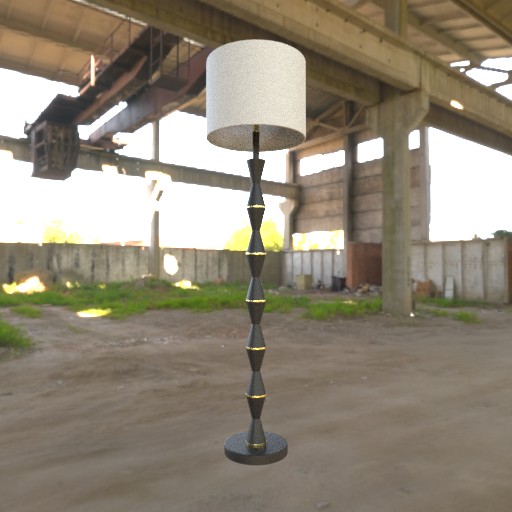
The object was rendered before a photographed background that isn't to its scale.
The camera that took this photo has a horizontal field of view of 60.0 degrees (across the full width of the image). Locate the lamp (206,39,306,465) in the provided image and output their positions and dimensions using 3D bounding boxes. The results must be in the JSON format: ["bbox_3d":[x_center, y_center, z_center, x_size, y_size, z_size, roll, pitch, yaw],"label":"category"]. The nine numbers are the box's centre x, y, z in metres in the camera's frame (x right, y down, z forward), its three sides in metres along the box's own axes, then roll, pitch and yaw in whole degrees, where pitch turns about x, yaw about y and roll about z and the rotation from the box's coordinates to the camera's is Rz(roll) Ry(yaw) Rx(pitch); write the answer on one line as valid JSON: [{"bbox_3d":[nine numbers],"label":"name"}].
[{"bbox_3d":[0.000,0.000,1.696,0.381,1.480,0.381,0,-1,19],"label":"lamp"}]
